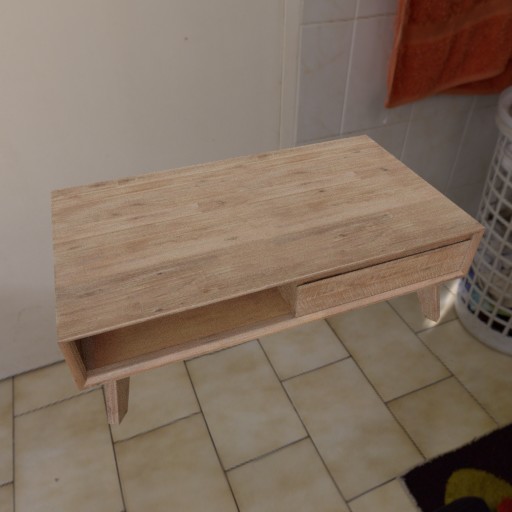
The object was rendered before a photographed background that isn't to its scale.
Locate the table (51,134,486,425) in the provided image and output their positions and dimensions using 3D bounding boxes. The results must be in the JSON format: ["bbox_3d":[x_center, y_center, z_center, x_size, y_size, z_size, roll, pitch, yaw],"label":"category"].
[{"bbox_3d":[0.000,0.000,2.044,1.619,0.531,0.918,-14,42,-16],"label":"table"}]
